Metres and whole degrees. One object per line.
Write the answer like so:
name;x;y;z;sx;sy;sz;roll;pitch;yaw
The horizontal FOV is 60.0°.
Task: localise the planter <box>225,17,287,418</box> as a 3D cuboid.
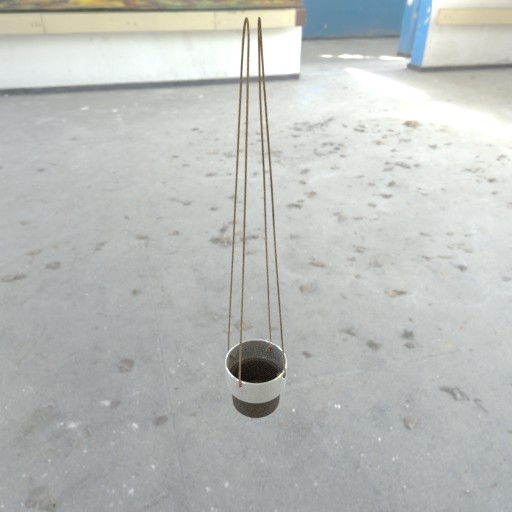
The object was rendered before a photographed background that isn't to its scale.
planter;0.000;0.000;1.127;0.187;1.073;0.187;-9;33;-13
